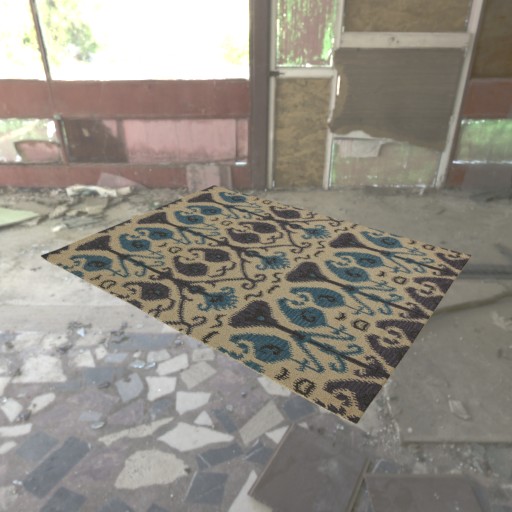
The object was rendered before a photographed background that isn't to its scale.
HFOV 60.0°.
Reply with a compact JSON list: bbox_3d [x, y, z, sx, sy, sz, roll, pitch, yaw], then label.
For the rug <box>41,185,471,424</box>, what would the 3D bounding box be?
[{"bbox_3d":[0.000,0.000,4.147,3.228,0.024,2.443,20,34,32],"label":"rug"}]
